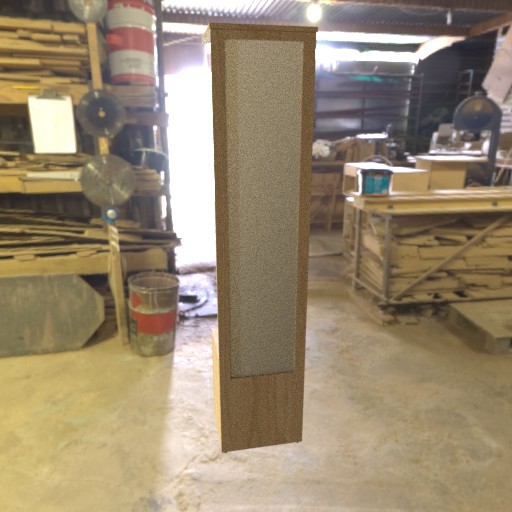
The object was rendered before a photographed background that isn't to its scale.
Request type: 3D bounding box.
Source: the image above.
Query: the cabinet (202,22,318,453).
[{"bbox_3d":[0.000,0.000,2.060,0.411,1.879,0.338,-3,17,-11],"label":"cabinet"}]
